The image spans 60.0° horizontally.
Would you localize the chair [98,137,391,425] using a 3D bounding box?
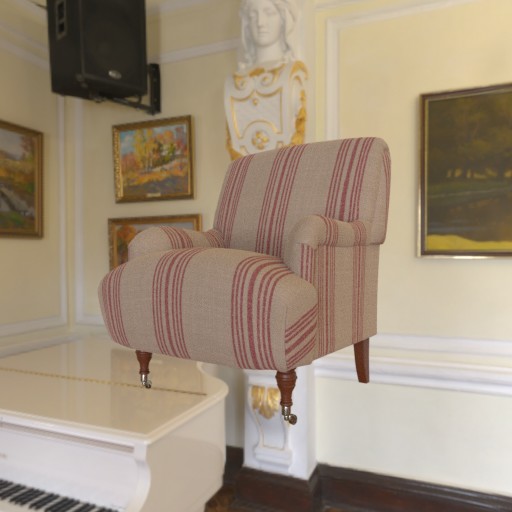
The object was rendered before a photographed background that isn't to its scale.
[{"bbox_3d":[0.000,0.000,1.923,0.933,1.123,1.058,0,0,35],"label":"chair"}]
